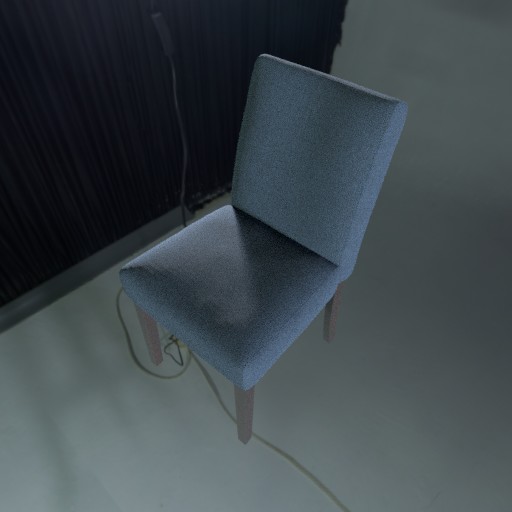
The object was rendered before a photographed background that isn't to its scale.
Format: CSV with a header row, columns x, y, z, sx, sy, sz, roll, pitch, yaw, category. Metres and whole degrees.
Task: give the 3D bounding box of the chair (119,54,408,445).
x,y,z,sx,sy,sz,roll,pitch,yaw,category
0.000,0.000,1.283,0.487,0.882,0.629,32,54,27,chair
